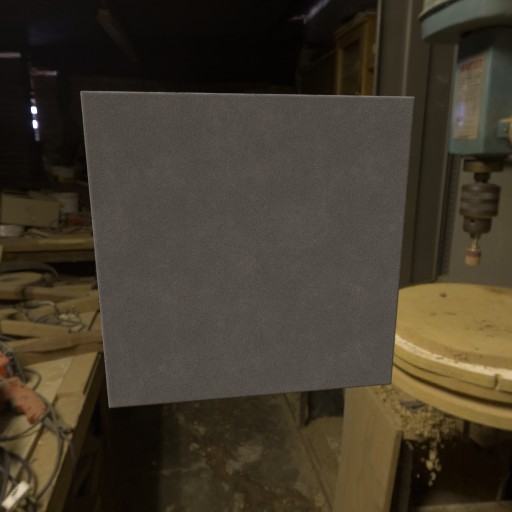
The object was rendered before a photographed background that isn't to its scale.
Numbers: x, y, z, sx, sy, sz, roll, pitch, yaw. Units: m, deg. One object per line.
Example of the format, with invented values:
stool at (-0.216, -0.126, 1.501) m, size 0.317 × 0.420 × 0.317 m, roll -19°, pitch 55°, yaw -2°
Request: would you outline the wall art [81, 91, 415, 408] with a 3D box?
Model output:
wall art at (0.000, 0.000, 0.441) m, size 0.303 × 0.303 × 0.015 m, roll -2°, pitch 14°, yaw -9°
